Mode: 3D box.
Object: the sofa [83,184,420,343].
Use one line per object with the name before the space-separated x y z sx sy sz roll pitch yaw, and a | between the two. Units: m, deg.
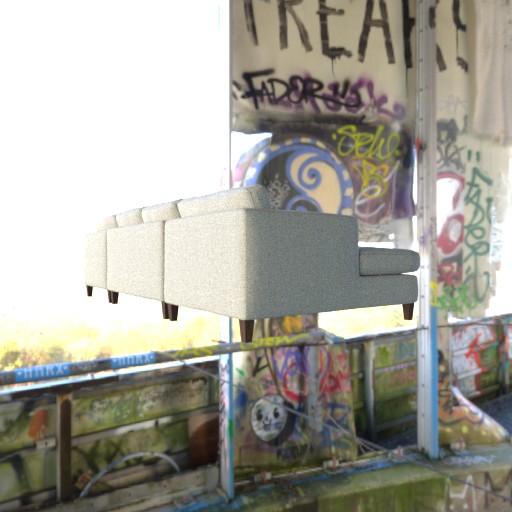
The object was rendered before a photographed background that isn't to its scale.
sofa | 0.000 0.000 4.548 2.593 0.959 3.460 0 0 -35
